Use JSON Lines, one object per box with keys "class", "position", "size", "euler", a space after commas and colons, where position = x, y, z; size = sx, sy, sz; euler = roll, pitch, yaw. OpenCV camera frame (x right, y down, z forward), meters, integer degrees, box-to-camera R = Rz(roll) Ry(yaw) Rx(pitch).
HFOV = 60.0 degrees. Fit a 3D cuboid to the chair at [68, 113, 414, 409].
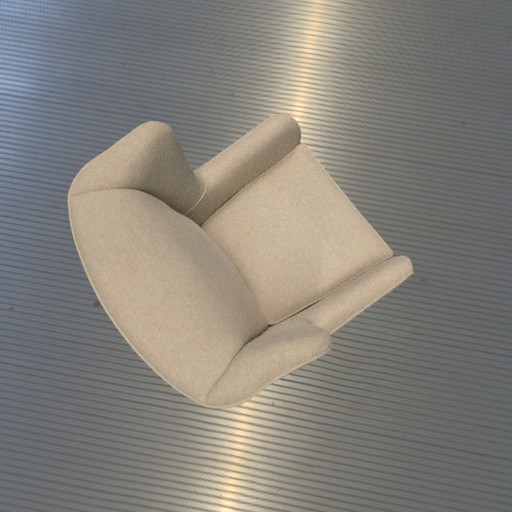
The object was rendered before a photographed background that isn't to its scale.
{"class": "chair", "position": [0.000, 0.000, 1.710], "size": [0.966, 1.040, 0.838], "euler": [-35, 78, -8]}
